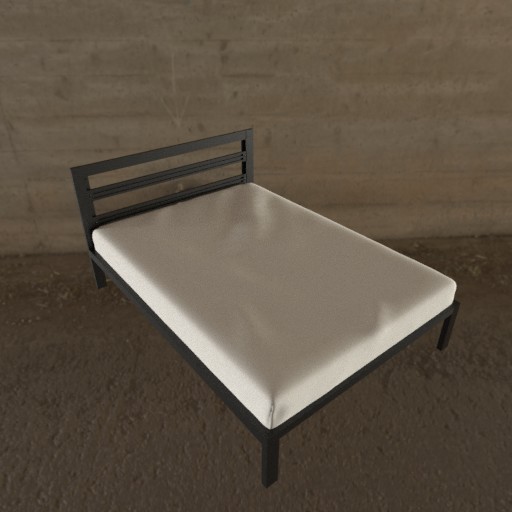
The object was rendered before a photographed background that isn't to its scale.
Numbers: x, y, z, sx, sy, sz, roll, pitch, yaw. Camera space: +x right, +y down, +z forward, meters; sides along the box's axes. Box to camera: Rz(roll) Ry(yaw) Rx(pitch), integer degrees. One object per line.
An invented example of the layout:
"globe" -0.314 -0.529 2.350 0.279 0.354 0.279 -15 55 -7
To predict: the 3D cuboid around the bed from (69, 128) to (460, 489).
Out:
"bed" 0.000 0.000 2.898 1.524 0.967 2.062 -23 38 -32
